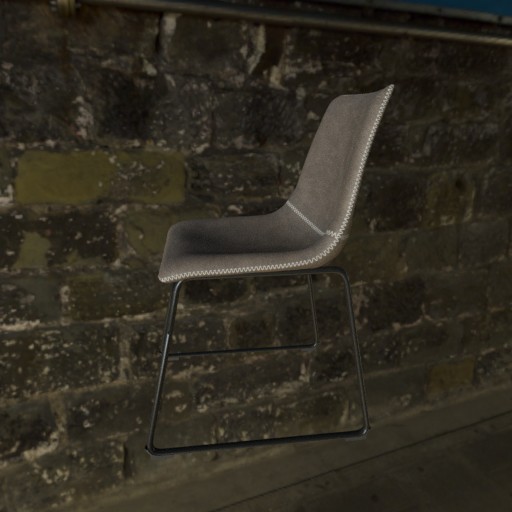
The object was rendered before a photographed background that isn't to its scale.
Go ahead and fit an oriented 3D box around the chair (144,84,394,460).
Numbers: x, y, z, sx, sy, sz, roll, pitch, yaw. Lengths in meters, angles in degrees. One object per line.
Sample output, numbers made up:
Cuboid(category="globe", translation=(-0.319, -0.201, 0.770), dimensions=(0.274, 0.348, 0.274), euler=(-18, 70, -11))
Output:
Cuboid(category="chair", translation=(0.000, 0.000, 1.106), dimensions=(0.550, 0.780, 0.460), euler=(-2, 16, -8))
